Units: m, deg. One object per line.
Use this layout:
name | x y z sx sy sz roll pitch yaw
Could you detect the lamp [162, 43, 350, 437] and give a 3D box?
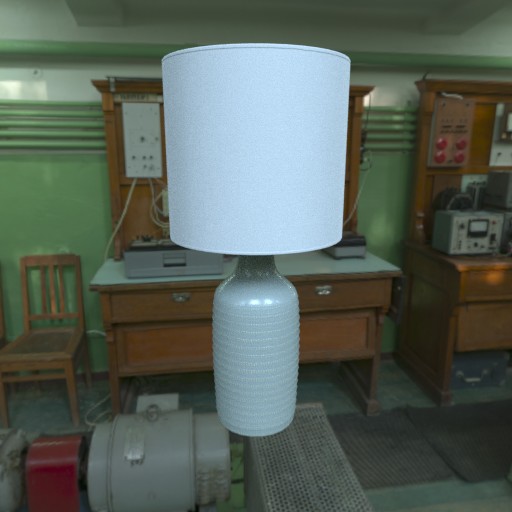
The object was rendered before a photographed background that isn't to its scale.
lamp | 0.000 0.000 0.588 0.220 0.475 0.220 -2 15 -10
